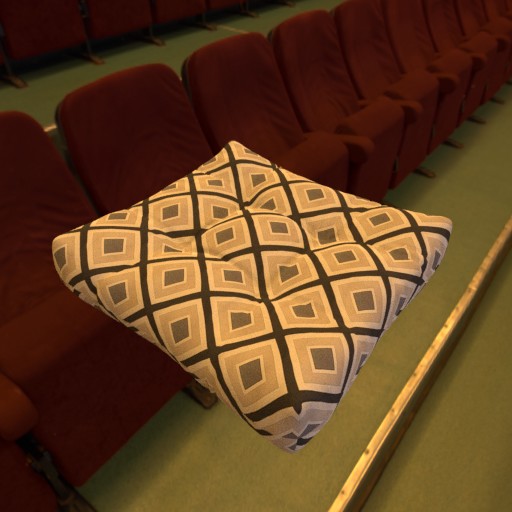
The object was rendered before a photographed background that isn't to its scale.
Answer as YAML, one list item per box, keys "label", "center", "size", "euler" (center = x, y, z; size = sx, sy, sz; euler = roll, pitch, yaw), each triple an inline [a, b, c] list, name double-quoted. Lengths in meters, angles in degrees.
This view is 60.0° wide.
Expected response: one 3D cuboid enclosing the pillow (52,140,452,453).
- label: "pillow"
  center: [0.000, 0.000, 0.735]
  size: [0.490, 0.128, 0.468]
  euler: [27, 47, 28]
